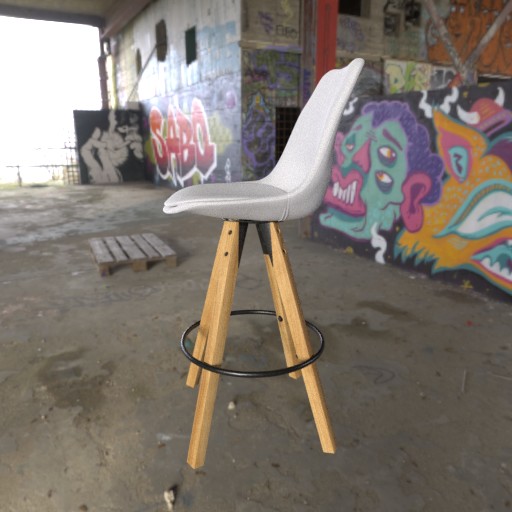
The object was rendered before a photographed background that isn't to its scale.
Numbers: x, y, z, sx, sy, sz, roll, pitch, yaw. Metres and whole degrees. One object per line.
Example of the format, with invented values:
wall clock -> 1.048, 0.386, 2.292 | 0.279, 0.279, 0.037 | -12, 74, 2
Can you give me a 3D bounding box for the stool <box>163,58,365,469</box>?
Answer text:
stool -> 0.000, 0.000, 1.375 | 0.550, 1.115, 0.484 | -2, 15, -9
